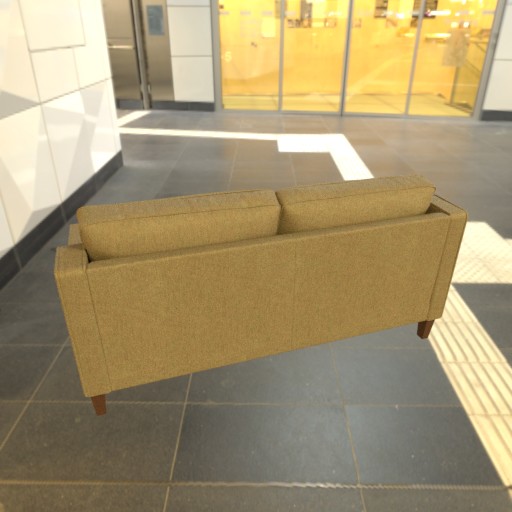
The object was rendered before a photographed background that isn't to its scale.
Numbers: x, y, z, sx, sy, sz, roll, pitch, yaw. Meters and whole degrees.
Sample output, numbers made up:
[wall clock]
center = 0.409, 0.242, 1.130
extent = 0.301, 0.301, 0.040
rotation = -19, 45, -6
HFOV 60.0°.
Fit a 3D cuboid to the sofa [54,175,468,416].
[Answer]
[sofa]
center = 0.000, 0.000, 2.798
extent = 2.181, 1.074, 1.073
rotation = -9, 29, -17
